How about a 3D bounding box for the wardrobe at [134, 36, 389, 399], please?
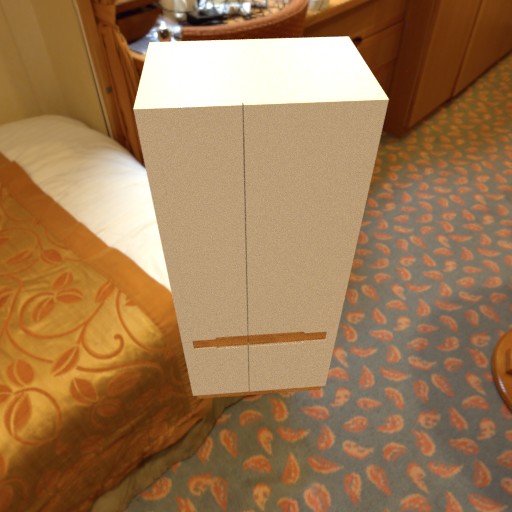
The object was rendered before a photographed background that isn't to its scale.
[{"bbox_3d":[0.000,0.000,2.419,0.860,2.040,0.600,-3,45,-3],"label":"wardrobe"}]
